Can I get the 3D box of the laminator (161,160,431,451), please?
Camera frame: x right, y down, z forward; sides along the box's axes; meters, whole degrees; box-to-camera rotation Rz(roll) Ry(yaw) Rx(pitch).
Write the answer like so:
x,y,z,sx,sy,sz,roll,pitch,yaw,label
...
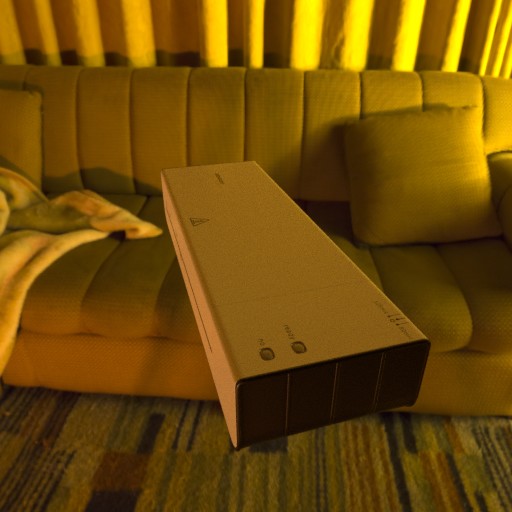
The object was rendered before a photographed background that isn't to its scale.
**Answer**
x,y,z,sx,sy,sz,roll,pitch,yaw,label
0.000,0.000,0.387,0.123,0.062,0.340,-8,30,-15,laminator
